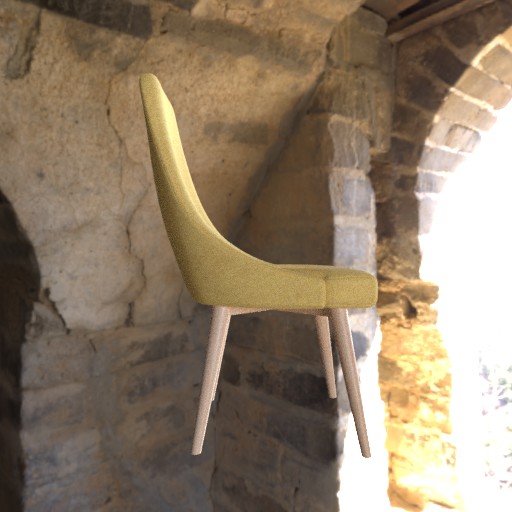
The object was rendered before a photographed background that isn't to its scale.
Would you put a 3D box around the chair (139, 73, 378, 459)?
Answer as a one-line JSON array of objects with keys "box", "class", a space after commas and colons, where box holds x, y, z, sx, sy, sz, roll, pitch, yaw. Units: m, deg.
[{"box": [0.000, 0.000, 1.366, 0.660, 1.040, 0.510, 0, 1, -1], "class": "chair"}]
